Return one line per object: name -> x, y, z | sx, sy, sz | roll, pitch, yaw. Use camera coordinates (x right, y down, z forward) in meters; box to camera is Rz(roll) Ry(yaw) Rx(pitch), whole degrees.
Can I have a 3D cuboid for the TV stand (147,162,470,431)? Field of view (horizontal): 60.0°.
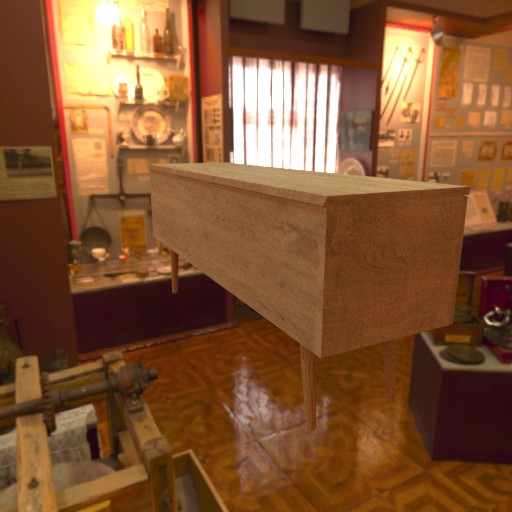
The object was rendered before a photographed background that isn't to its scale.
TV stand -> 0.000, 0.000, 1.507 | 0.401, 0.565, 1.313 | -7, 16, -26
